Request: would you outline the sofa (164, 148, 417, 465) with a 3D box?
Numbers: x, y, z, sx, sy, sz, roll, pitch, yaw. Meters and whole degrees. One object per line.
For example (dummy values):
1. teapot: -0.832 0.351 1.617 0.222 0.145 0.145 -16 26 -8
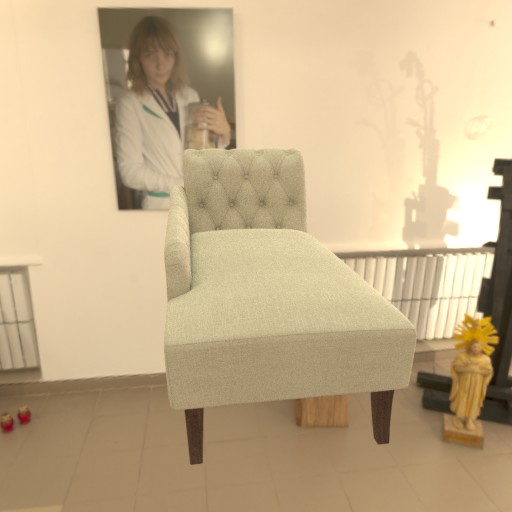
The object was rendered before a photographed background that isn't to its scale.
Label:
1. sofa: 0.000 0.000 1.769 0.675 0.787 1.379 -2 16 -8
